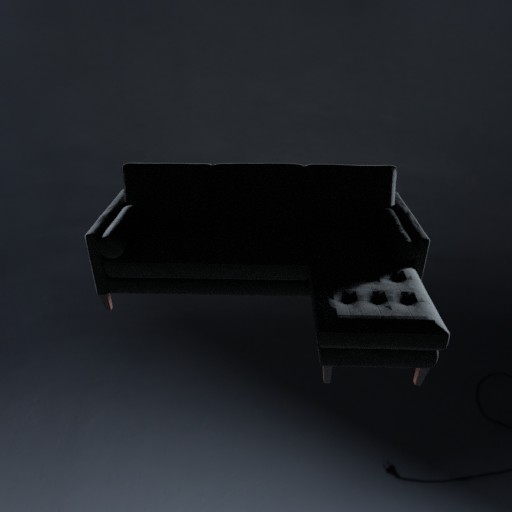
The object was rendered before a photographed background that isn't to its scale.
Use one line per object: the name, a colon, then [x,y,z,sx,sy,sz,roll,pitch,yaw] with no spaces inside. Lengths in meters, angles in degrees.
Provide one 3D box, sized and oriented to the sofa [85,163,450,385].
sofa: [0.000,0.000,2.907,2.178,0.876,1.506,1,29,2]
